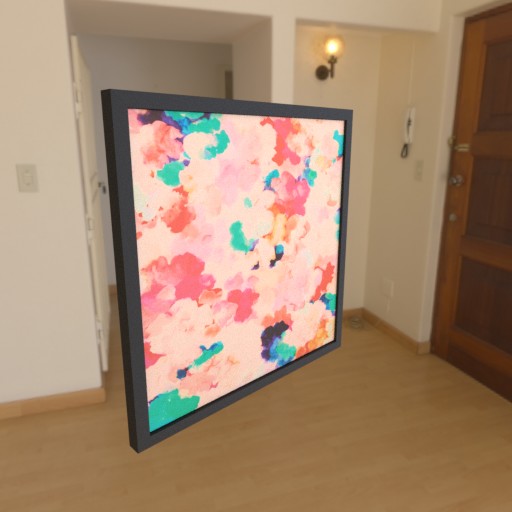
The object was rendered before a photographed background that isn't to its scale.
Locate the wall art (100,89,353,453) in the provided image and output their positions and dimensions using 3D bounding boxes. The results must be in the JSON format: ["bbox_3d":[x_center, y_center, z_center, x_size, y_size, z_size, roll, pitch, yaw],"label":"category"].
[{"bbox_3d":[0.000,0.000,0.463,0.306,0.304,0.015,-14,20,-42],"label":"wall art"}]
